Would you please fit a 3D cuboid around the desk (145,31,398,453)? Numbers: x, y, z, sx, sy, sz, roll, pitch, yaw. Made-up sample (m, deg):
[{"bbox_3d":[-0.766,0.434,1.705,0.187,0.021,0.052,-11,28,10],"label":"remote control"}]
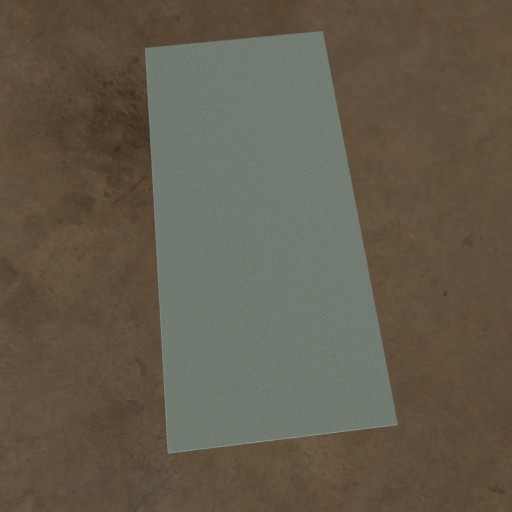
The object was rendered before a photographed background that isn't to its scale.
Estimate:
[{"bbox_3d":[0.000,0.000,1.483,0.509,0.780,1.059,-6,74,-2],"label":"desk"}]
